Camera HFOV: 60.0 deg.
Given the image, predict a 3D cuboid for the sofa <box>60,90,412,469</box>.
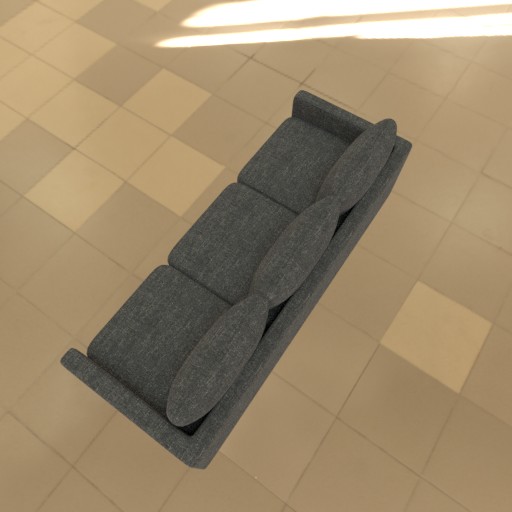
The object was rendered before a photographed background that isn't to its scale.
[{"bbox_3d":[0.000,0.000,2.643,0.859,0.874,2.218,32,68,15],"label":"sofa"}]
